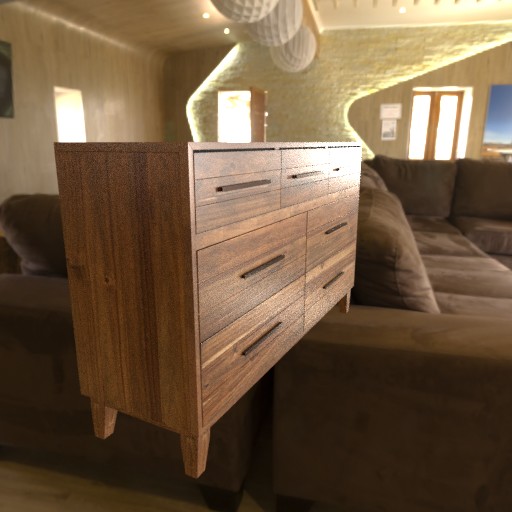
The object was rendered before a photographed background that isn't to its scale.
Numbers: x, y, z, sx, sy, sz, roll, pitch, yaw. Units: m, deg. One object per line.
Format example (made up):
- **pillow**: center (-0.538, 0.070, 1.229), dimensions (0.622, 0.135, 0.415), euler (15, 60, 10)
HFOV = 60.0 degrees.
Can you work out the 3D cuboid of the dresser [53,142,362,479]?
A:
- **dresser**: center (0.000, 0.000, 1.753), dimensions (0.446, 0.873, 1.400), euler (8, 16, 27)
